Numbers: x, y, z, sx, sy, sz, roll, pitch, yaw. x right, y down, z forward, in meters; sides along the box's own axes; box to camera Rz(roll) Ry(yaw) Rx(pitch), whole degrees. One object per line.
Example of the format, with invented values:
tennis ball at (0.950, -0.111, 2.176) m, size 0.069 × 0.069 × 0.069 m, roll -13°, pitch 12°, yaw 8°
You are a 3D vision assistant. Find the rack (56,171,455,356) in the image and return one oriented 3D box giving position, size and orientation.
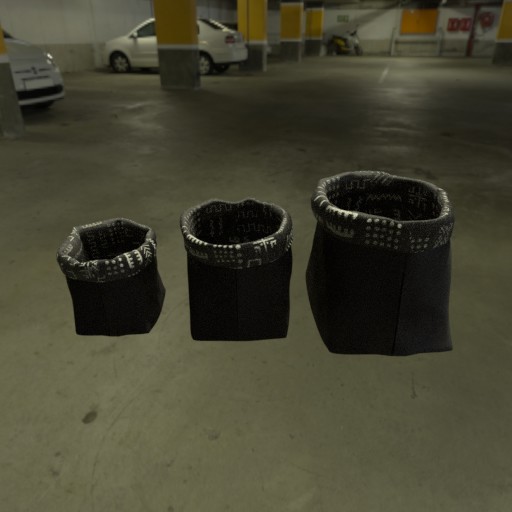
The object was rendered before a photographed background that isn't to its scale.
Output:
rack at (0.000, 0.000, 1.056) m, size 0.905 × 0.323 × 0.379 m, roll 0°, pitch 27°, yaw -1°
